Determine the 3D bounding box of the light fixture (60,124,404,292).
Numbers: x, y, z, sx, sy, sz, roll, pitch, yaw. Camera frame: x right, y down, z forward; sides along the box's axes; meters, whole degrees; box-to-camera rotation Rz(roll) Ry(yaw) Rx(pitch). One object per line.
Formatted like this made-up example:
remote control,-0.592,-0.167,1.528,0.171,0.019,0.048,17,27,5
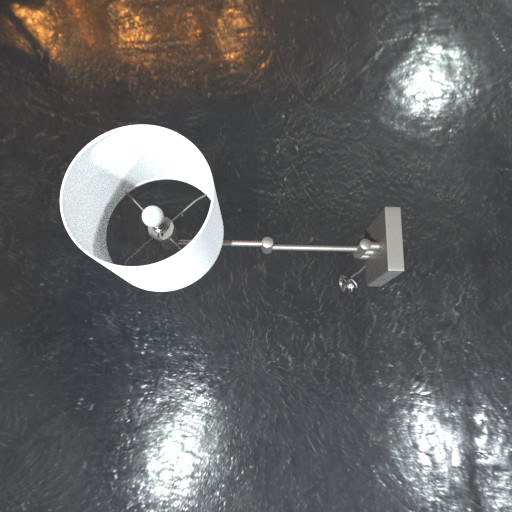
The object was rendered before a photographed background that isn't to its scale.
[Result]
light fixture,0.000,0.000,0.899,0.516,0.651,0.203,1,76,0
